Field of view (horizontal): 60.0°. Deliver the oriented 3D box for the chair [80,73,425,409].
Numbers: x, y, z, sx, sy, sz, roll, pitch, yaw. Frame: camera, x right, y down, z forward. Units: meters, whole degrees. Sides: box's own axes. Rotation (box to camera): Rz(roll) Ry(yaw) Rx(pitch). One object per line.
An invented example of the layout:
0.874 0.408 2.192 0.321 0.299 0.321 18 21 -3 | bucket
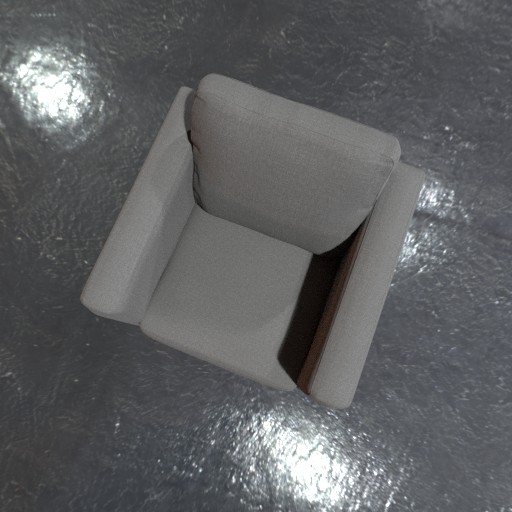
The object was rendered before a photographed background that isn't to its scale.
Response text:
0.000 0.000 1.562 0.854 0.927 0.800 21 78 5 | chair
